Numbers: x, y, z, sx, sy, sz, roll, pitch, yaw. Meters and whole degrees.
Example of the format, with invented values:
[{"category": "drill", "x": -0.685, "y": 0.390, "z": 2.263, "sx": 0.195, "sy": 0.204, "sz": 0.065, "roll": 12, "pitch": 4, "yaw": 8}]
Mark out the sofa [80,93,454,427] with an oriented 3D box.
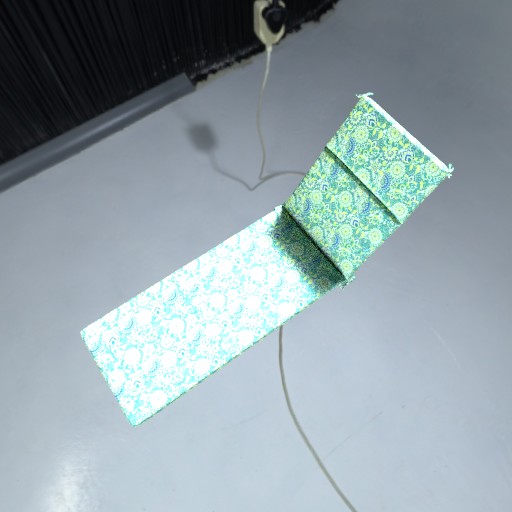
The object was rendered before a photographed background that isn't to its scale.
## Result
[{"category": "sofa", "x": 0.000, "y": 0.000, "z": 1.959, "sx": 1.663, "sy": 0.622, "sz": 0.582, "roll": -33, "pitch": 69, "yaw": -15}]
